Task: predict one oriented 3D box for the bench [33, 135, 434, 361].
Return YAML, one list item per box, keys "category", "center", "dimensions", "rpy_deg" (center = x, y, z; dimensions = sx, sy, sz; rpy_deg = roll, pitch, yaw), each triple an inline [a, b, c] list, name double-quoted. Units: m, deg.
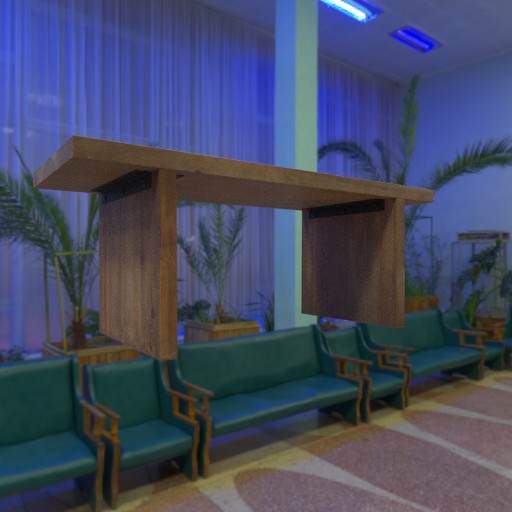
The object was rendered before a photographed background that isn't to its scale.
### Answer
- category: "bench"
  center: [0.000, 0.000, 1.378]
  dimensions: [1.183, 0.458, 0.458]
  rpy_deg: [0, 0, -35]
